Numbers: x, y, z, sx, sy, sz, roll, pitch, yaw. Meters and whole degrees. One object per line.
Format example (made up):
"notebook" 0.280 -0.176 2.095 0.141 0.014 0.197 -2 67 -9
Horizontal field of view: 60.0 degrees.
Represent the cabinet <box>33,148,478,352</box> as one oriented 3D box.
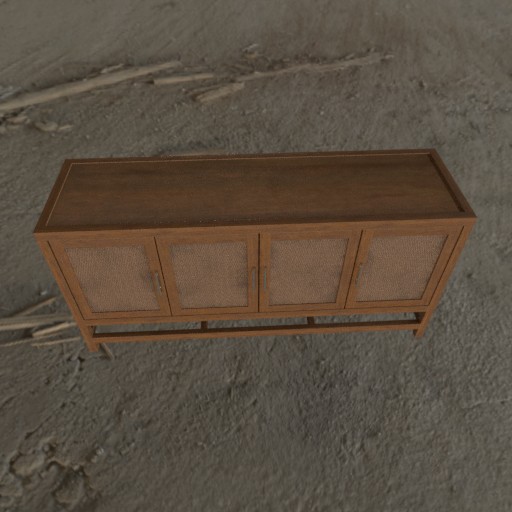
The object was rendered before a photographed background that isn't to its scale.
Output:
"cabinet" 0.000 0.000 2.156 1.708 0.820 0.522 -2 46 -2
